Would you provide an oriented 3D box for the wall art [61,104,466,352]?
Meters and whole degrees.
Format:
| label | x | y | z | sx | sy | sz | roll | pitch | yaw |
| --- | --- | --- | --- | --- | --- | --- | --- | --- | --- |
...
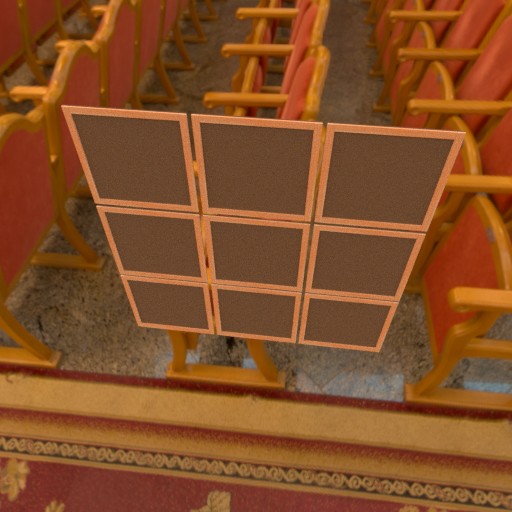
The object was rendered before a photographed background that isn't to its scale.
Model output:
| label | x | y | z | sx | sy | sz | roll | pitch | yaw |
| --- | --- | --- | --- | --- | --- | --- | --- | --- | --- |
| wall art | 0.000 | 0.000 | 2.219 | 1.520 | 1.525 | 0.013 | 5 | 48 | 5 |
